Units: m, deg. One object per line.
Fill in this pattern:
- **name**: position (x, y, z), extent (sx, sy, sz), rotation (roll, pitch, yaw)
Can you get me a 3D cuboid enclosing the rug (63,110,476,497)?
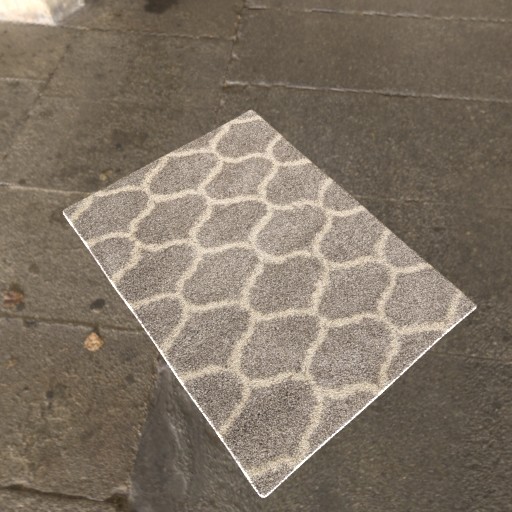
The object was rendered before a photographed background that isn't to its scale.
- **rug**: position (0.000, 0.000, 2.067), extent (1.200, 0.025, 1.600), rotation (-34, 64, -19)
